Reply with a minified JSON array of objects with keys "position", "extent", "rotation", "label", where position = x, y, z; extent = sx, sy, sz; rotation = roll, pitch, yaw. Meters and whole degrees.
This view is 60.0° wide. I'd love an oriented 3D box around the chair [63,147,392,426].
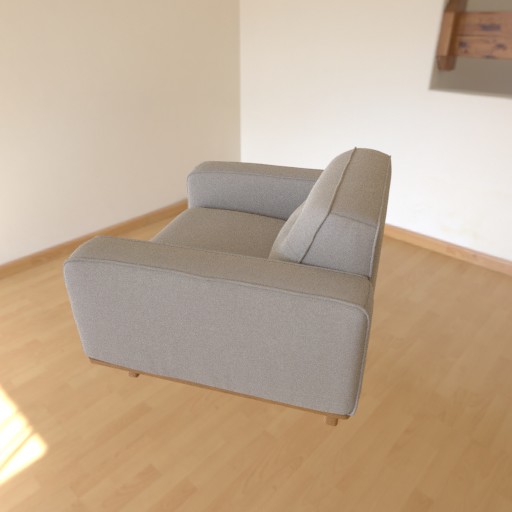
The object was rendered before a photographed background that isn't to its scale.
[{"position":[0.000,0.000,1.775],"extent":[0.953,0.779,1.115],"rotation":[9,30,15],"label":"chair"}]
